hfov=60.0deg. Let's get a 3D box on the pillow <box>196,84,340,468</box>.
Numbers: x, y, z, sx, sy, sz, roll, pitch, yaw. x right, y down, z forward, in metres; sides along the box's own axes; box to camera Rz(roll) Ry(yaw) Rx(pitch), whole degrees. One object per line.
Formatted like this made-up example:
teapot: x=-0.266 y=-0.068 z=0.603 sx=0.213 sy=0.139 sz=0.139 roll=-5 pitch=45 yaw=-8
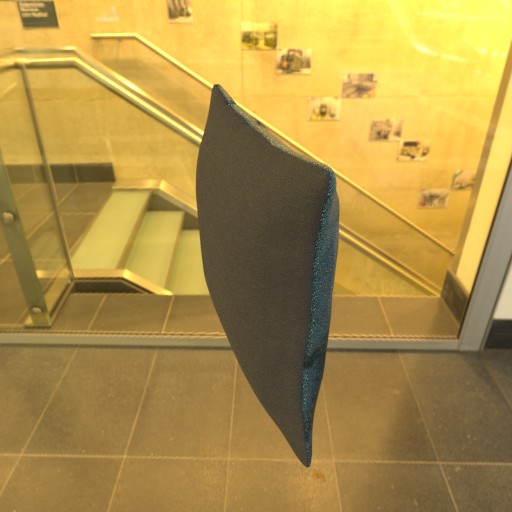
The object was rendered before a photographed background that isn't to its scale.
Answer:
pillow: x=0.000 y=0.000 z=0.670 sx=0.138 sy=0.430 sz=0.436 roll=-10 pitch=32 yaw=-16
